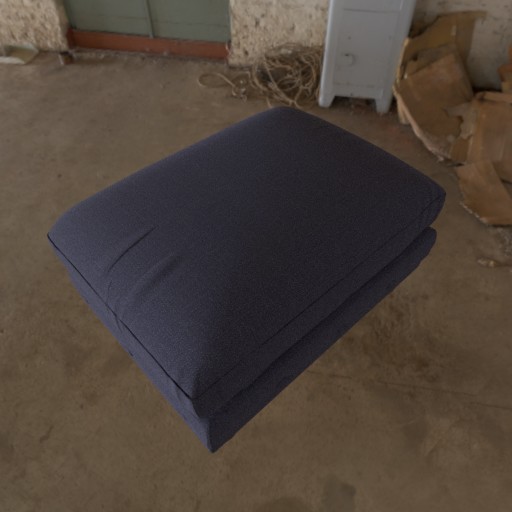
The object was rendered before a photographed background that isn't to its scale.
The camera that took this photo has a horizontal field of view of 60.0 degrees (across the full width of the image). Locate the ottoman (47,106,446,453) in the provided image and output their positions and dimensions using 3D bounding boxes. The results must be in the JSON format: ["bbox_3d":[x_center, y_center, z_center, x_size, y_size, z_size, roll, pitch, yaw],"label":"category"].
[{"bbox_3d":[0.000,0.000,1.108,0.767,0.486,0.558,-35,56,-27],"label":"ottoman"}]
